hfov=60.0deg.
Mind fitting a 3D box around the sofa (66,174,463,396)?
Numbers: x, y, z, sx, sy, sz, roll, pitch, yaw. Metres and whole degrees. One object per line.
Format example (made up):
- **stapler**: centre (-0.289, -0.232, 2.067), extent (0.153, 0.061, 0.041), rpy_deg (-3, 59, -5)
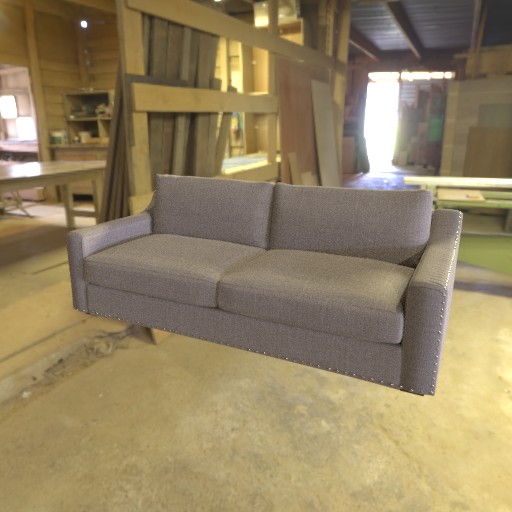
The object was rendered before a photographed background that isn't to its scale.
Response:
- **sofa**: centre (0.000, 0.000, 2.706), extent (2.208, 0.857, 1.000), rpy_deg (8, 18, 25)
